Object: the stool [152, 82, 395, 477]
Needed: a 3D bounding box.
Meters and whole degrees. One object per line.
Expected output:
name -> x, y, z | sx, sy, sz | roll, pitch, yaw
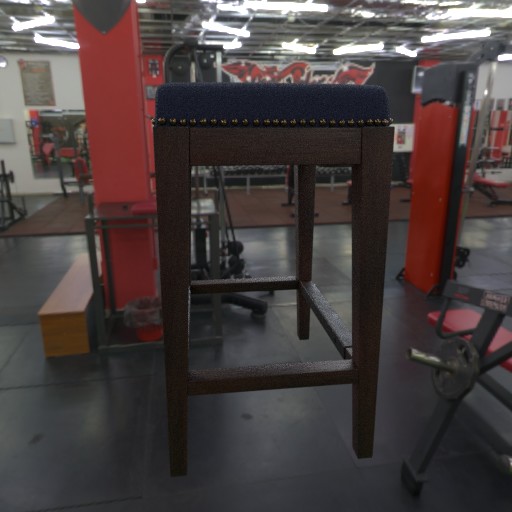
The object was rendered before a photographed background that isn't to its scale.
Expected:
stool -> 0.000, 0.000, 0.930 | 0.361, 0.642, 0.500 | -2, 16, -7
